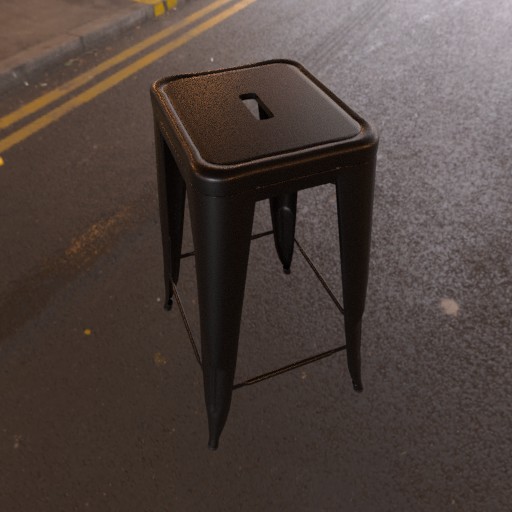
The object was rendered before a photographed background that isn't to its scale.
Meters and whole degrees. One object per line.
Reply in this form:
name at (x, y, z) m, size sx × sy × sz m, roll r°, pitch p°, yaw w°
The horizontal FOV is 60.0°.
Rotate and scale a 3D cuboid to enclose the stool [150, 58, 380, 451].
stool at (0.000, 0.000, 0.839) m, size 0.359 × 0.609 × 0.399 m, roll -16°, pitch 48°, yaw -15°
